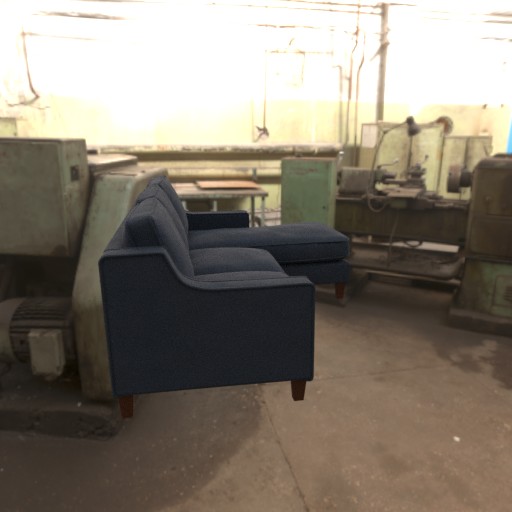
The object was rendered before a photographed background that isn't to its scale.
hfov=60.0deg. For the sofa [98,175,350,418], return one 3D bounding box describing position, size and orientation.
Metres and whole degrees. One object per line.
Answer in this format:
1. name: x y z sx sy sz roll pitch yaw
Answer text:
1. sofa: 0.000 0.000 3.350 1.858 1.066 2.317 -3 15 -9
